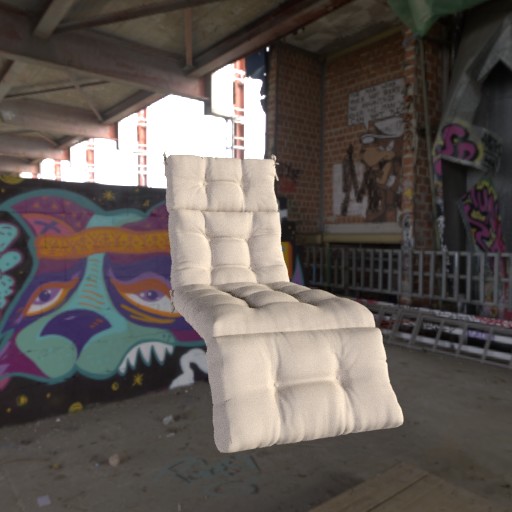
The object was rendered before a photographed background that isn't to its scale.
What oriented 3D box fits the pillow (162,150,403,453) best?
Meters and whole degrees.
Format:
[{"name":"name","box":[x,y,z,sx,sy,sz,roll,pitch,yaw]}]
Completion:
[{"name":"pillow","box":[0.000,0.000,1.502,0.526,0.863,1.016,-1,2,-18]}]
